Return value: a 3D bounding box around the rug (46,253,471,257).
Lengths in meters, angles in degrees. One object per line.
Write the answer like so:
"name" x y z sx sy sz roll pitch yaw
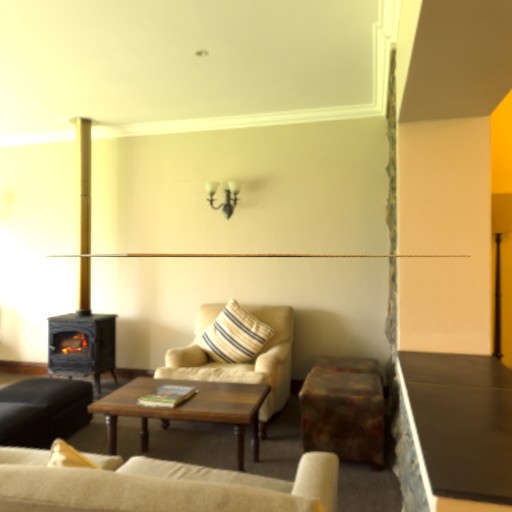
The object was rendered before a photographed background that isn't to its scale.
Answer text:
"rug" 0.000 0.000 4.315 3.357 0.019 2.449 0 0 -35
